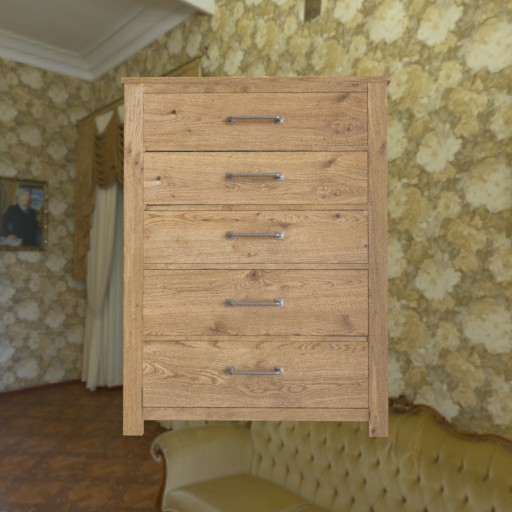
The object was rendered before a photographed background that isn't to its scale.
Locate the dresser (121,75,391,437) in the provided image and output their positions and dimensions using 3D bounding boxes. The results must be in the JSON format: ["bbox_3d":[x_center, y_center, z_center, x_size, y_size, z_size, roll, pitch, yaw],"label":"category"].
[{"bbox_3d":[0.000,0.000,1.998,1.081,1.431,0.558,0,-1,1],"label":"dresser"}]
